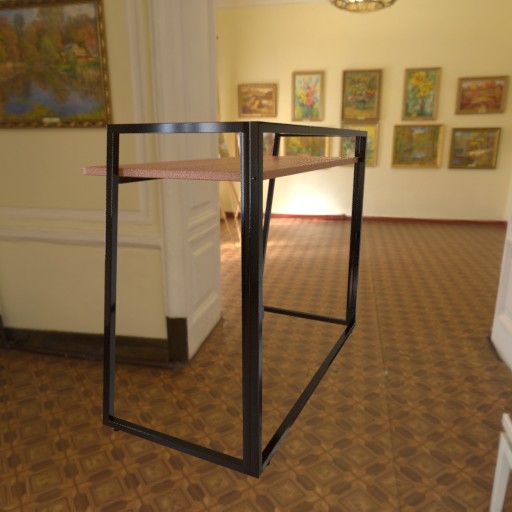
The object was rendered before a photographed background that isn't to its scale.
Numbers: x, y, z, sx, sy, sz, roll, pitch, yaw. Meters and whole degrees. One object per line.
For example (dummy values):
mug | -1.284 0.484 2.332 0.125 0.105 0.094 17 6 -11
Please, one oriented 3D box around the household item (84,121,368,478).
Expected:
household item | 0.000 0.000 1.557 0.510 0.860 1.050 7 16 24
